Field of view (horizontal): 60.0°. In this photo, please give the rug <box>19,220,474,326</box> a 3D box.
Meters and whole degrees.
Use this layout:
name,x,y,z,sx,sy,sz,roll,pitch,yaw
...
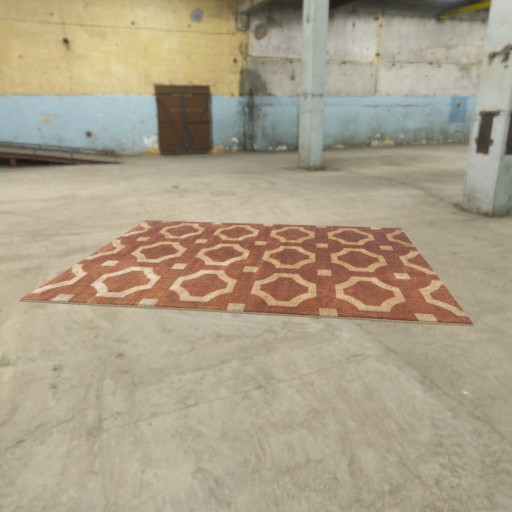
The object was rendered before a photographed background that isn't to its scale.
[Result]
name,x,y,z,sx,sy,sz,roll,pitch,yaw
rug,0.000,0.000,4.095,3.049,0.021,2.466,2,18,7
